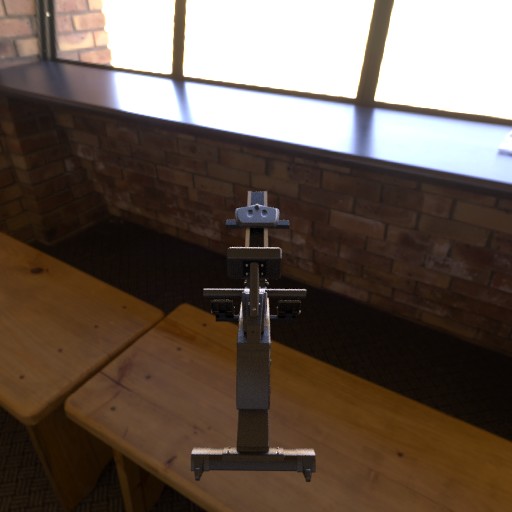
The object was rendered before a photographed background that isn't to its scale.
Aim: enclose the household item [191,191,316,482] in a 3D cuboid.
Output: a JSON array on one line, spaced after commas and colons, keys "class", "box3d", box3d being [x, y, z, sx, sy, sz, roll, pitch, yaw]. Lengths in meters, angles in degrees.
[{"class": "household item", "box3d": [0.000, 0.000, 2.550, 0.521, 0.810, 2.251, 0, 32, 1]}]
